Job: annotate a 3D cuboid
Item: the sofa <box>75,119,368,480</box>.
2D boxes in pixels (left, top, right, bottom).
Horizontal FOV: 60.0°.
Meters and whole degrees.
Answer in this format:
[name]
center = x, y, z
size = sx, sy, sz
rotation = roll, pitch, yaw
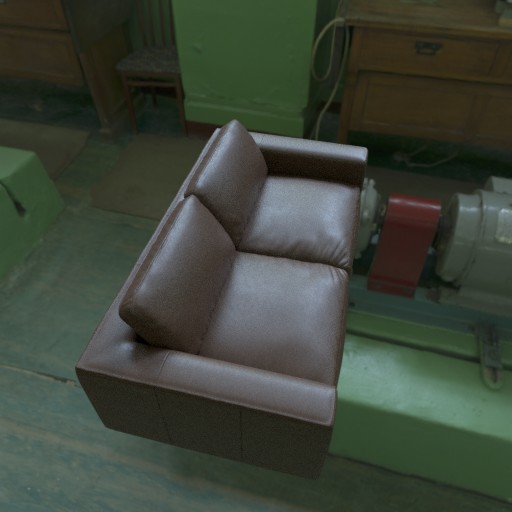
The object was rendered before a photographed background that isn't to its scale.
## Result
[sofa]
center = 0.000, 0.000, 2.435
size = 1.070, 0.800, 1.920
rotation = 10, 47, 10
